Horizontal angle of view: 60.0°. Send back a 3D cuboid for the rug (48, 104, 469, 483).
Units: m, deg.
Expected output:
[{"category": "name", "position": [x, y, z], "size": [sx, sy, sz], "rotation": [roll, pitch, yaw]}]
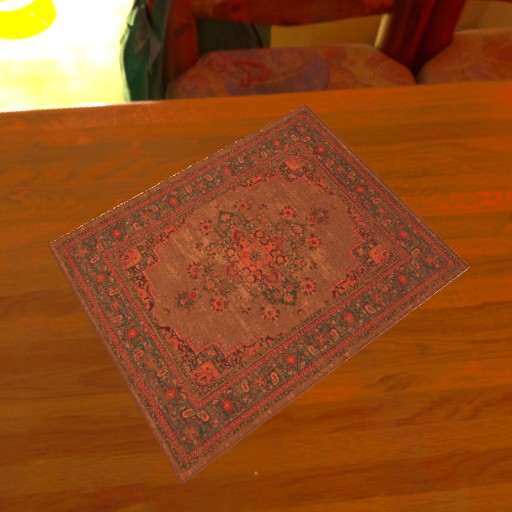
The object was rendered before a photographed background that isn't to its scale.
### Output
[{"category": "rug", "position": [0.000, 0.000, 4.088], "size": [3.057, 0.013, 2.434], "rotation": [-32, 68, -15]}]
